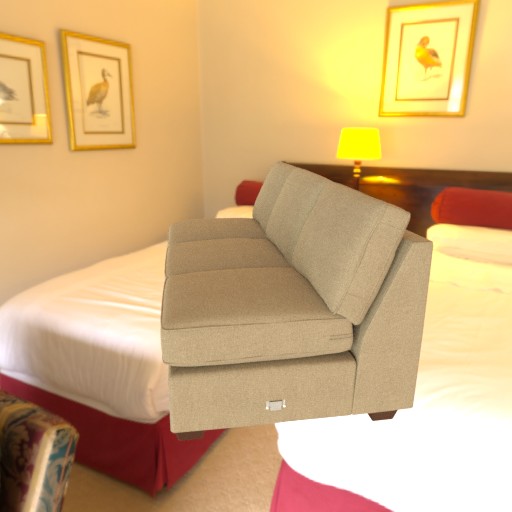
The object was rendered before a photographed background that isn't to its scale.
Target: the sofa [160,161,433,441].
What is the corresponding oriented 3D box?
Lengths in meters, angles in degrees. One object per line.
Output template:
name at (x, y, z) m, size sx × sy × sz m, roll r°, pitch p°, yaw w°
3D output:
sofa at (0.000, 0.000, 2.773) m, size 1.127 × 1.036 × 2.092 m, roll -3°, pitch 16°, yaw -9°
